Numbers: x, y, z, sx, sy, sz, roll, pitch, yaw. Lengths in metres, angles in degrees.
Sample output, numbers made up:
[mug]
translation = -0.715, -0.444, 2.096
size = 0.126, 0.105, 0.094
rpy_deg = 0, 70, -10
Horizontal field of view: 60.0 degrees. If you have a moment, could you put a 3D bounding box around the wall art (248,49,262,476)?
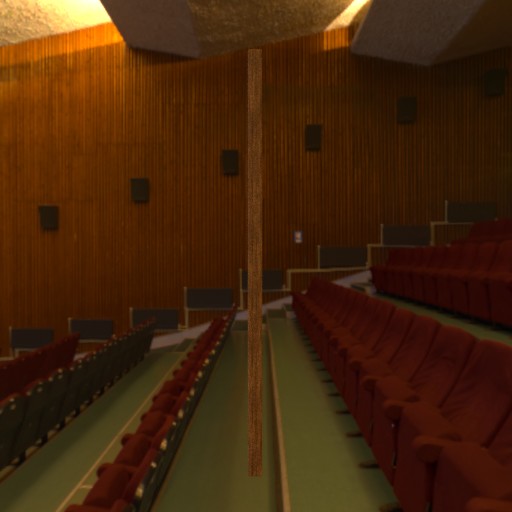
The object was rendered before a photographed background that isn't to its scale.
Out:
[wall art]
translation = 0.000, 0.000, 0.861
size = 0.021, 0.576, 0.561
rpy_deg = 0, 1, 0
